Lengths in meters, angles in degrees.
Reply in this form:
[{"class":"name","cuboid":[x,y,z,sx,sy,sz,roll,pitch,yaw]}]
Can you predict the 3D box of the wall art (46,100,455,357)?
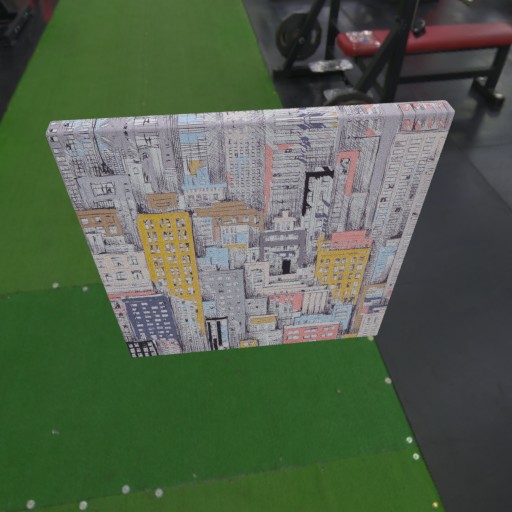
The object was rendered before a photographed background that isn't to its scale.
[{"class":"wall art","cuboid":[0.000,0.000,1.105,0.761,0.762,0.048,-4,47,-4]}]
